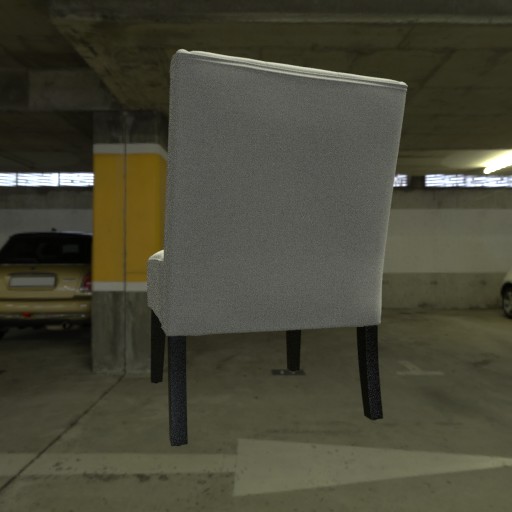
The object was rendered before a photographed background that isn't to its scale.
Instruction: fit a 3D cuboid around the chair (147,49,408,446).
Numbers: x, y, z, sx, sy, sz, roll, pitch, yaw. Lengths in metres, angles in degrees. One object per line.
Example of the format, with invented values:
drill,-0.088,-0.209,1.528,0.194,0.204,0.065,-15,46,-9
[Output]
chair,0.000,0.000,1.283,0.569,0.853,0.676,0,0,-18
